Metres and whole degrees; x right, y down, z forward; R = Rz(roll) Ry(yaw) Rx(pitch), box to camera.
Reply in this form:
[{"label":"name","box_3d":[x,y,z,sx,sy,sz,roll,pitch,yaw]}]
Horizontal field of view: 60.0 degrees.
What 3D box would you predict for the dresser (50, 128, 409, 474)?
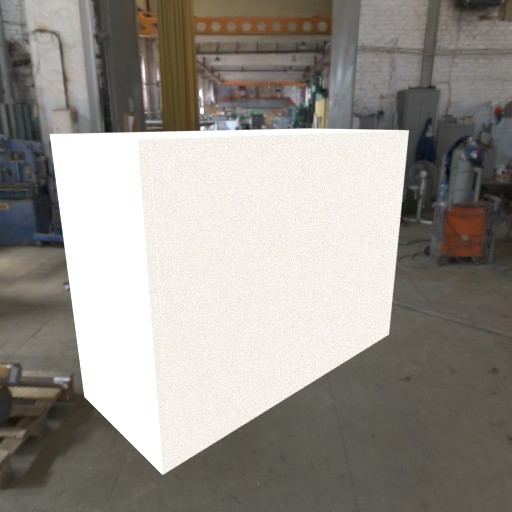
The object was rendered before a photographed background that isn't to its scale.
[{"label":"dresser","box_3d":[0.000,0.000,1.522,1.100,0.820,0.460,-16,23,-42]}]
